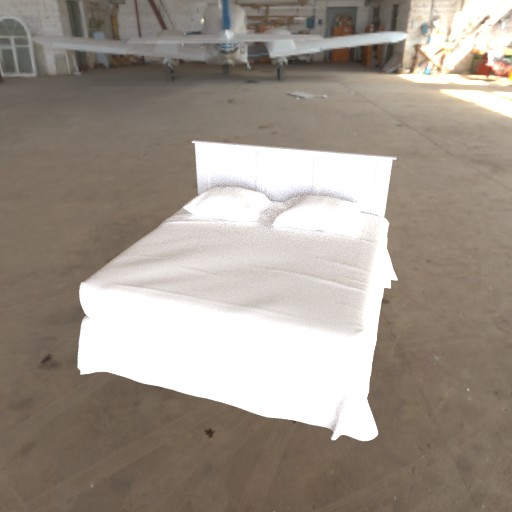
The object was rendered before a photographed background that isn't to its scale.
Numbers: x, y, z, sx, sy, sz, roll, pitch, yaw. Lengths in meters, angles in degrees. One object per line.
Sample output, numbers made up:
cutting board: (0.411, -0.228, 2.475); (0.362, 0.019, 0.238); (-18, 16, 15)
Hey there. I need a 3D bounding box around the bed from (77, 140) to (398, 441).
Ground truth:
bed: (0.000, 0.000, 3.644); (2.317, 1.273, 2.215); (9, 29, 16)
